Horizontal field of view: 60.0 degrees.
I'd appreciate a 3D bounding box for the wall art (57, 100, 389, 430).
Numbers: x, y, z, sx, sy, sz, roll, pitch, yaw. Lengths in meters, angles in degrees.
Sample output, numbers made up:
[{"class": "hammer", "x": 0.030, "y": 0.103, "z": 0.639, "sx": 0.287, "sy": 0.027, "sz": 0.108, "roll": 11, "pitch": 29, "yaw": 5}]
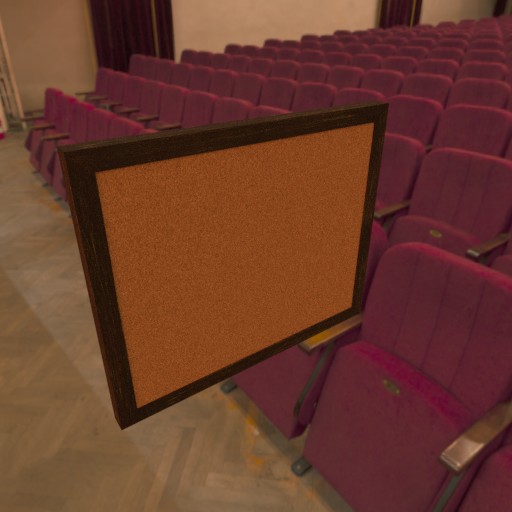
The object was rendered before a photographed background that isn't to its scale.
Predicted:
[{"class": "wall art", "x": 0.000, "y": 0.000, "z": 0.766, "sx": 0.558, "sy": 0.457, "sz": 0.032, "roll": -19, "pitch": 34, "yaw": -31}]
